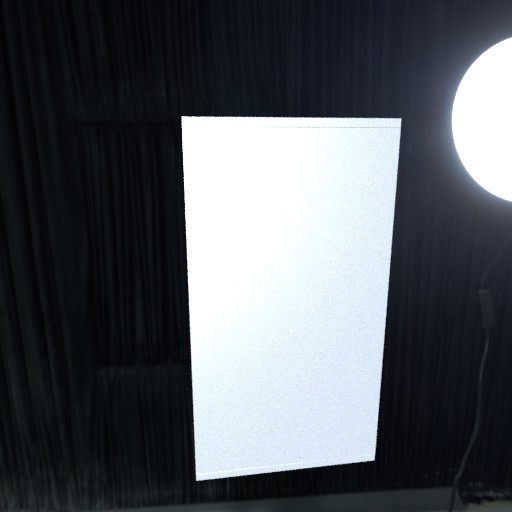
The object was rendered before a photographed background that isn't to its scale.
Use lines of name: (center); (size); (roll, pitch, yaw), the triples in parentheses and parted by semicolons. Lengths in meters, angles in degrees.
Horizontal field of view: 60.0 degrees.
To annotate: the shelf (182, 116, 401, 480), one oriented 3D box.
shelf: (0.000, 0.000, 1.298); (0.396, 0.732, 0.895); (-2, 15, -9)
